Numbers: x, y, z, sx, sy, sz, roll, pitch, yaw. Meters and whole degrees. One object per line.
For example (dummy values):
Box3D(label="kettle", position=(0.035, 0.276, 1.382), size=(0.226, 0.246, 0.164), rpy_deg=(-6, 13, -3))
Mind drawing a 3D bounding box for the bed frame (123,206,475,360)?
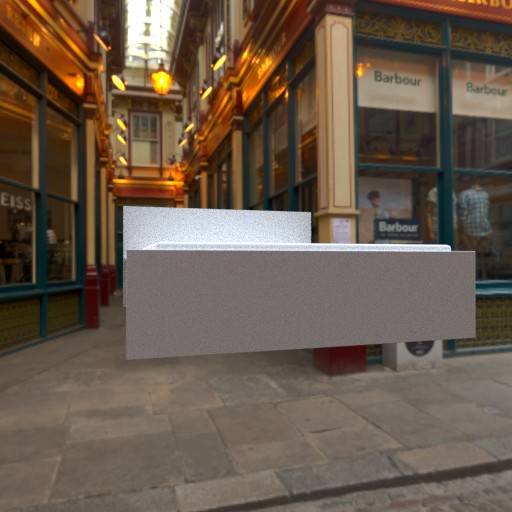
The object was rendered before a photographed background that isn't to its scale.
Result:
Box3D(label="bed frame", position=(0.000, 0.000, 2.847), size=(1.622, 0.800, 1.960), rpy_deg=(0, 0, -17))
